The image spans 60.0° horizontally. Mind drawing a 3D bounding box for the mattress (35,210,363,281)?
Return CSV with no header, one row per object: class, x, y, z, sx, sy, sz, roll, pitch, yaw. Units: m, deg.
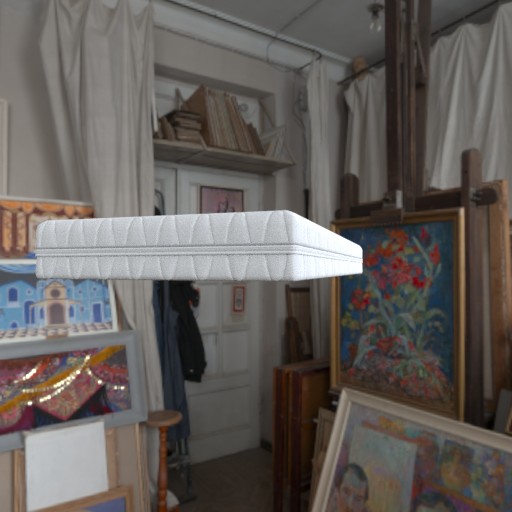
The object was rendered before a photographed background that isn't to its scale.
mattress,0.000,0.000,2.285,0.900,0.200,2.000,-1,-2,19
